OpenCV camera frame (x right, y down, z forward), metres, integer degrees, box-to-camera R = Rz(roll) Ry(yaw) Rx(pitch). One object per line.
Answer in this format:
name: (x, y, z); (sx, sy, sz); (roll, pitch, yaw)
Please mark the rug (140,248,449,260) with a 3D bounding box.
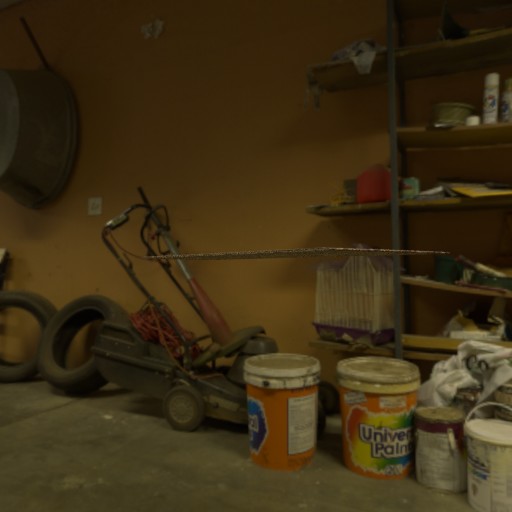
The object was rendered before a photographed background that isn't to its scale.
rug: (0.000, 0.000, 2.884); (1.324, 0.018, 2.378); (1, -2, -19)
